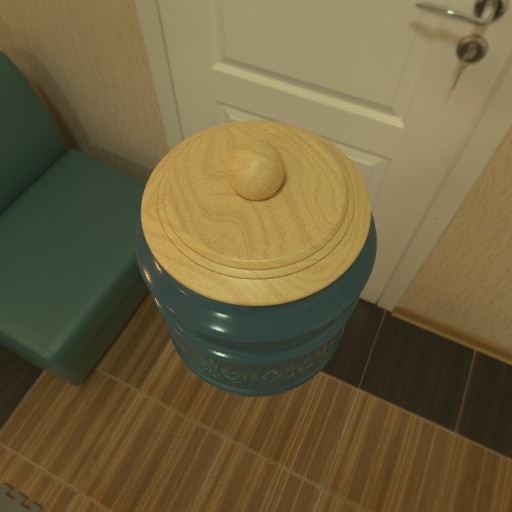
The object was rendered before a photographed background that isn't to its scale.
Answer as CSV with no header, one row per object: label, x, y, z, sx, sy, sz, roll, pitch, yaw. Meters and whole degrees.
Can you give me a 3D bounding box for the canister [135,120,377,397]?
canister,0.000,0.000,0.264,0.130,0.176,0.130,0,59,0
